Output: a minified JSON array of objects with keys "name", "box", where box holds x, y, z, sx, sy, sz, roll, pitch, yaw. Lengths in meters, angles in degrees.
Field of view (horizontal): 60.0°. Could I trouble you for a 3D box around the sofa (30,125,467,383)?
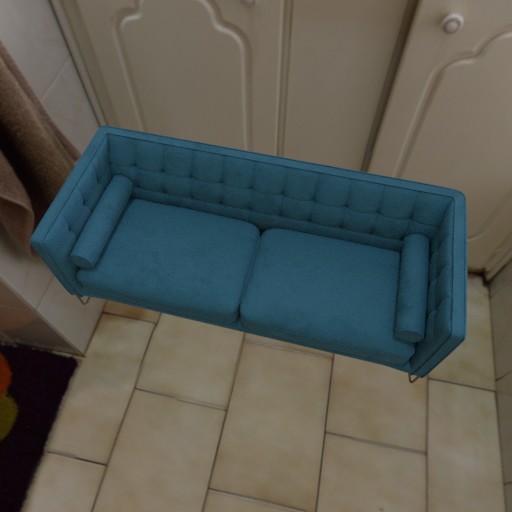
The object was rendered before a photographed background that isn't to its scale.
[{"name":"sofa","box":[0.000,0.000,2.541,2.087,0.789,0.867,12,59,7]}]
